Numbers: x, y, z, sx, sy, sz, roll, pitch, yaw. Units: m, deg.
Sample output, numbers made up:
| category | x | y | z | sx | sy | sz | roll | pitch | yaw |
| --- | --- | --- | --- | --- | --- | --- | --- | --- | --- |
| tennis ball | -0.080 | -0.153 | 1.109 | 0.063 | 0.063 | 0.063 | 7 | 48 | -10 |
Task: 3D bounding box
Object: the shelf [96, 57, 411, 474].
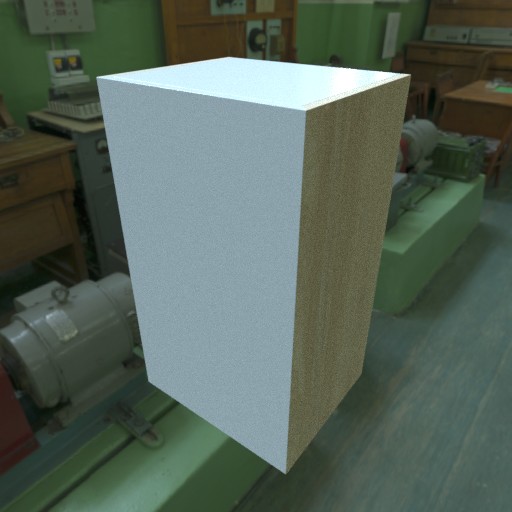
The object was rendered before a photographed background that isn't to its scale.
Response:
| category | x | y | z | sx | sy | sz | roll | pitch | yaw |
| --- | --- | --- | --- | --- | --- | --- | --- | --- | --- |
| shelf | 0.000 | 0.000 | 0.788 | 0.350 | 0.600 | 0.290 | 21 | 37 | 31 |
